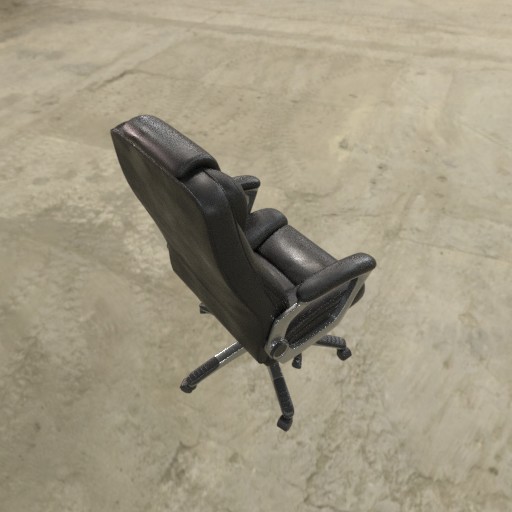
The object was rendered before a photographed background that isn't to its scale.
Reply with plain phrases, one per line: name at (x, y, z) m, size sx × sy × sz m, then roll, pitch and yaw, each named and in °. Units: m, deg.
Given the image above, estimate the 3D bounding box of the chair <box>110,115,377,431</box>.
chair at (0.000, 0.000, 1.501) m, size 0.689 × 1.075 × 0.697 m, roll -27°, pitch 48°, yaw -27°
